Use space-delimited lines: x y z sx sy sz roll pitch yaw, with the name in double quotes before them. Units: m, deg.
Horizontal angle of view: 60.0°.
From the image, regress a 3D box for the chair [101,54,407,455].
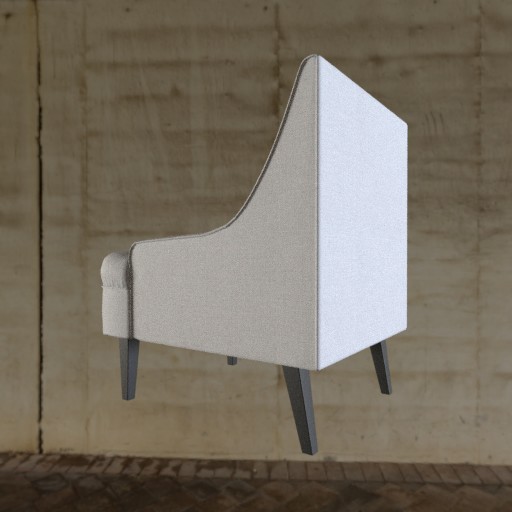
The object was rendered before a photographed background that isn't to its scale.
"chair" 0.000 0.000 1.416 0.772 0.891 0.658 0 1 35
